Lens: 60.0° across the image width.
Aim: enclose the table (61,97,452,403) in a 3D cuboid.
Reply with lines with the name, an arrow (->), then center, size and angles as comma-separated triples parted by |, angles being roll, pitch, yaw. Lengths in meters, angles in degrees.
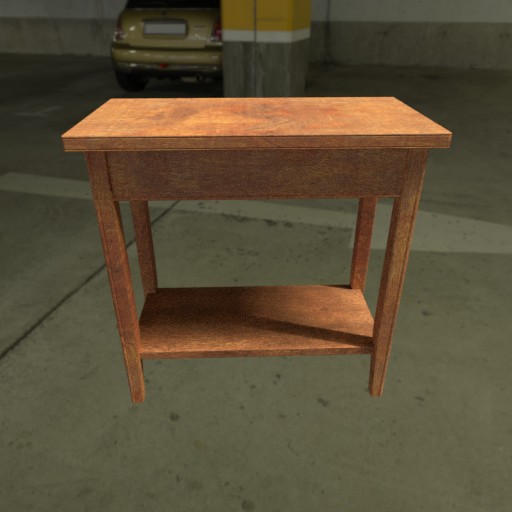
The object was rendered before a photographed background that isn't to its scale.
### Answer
table -> 0.000, 0.000, 0.972 | 0.610, 0.610, 0.305 | -1, 30, -2
